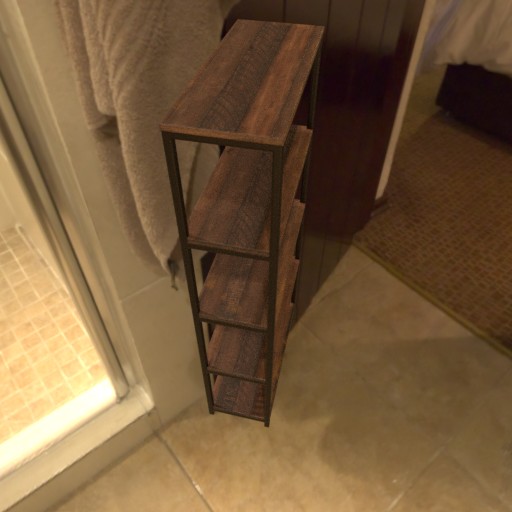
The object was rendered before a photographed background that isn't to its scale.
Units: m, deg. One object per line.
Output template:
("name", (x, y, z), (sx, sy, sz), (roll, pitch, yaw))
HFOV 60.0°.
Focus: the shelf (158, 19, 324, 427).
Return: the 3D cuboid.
("shelf", (0.000, 0.000, 2.182), (0.359, 1.860, 0.874), (10, 47, 9))
